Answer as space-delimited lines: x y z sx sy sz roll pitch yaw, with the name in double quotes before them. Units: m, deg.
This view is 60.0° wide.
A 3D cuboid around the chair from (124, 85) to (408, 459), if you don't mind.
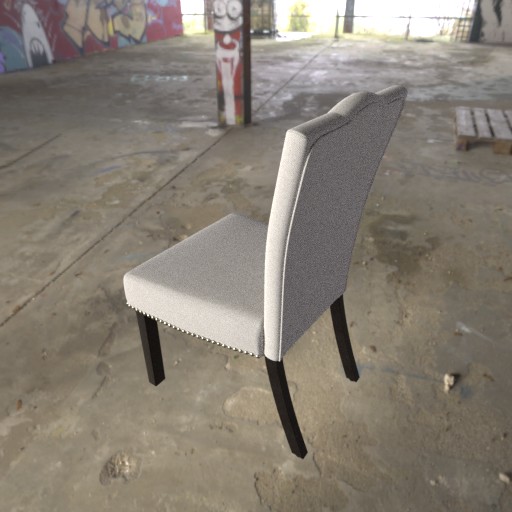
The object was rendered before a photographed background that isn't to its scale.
"chair" 0.000 0.000 1.261 0.589 0.946 0.518 21 37 30
